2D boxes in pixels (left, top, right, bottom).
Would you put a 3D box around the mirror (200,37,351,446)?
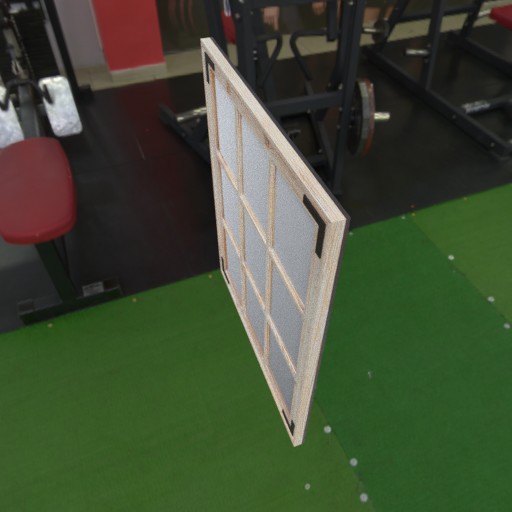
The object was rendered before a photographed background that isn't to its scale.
[{"bbox_3d":[0.000,0.000,1.208,0.032,0.882,0.730,-15,49,-14],"label":"mirror"}]
